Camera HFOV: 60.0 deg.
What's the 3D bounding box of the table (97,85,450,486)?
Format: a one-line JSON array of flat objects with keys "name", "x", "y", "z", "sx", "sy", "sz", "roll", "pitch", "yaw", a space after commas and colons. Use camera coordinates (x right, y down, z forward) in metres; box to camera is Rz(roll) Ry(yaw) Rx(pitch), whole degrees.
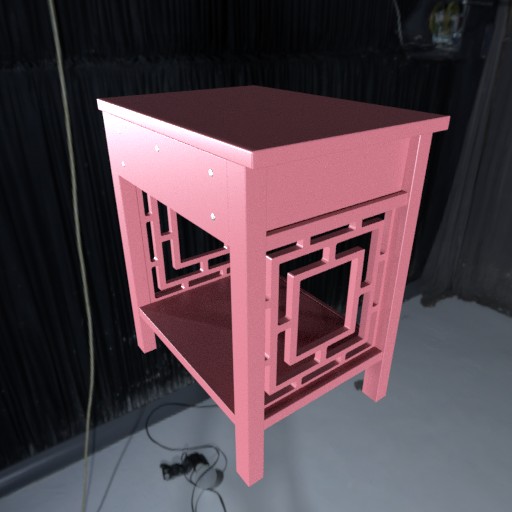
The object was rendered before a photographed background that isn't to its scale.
[{"name": "table", "x": 0.000, "y": 0.000, "z": 1.059, "sx": 0.451, "sy": 0.686, "sz": 0.599, "roll": -19, "pitch": 33, "yaw": -32}]
